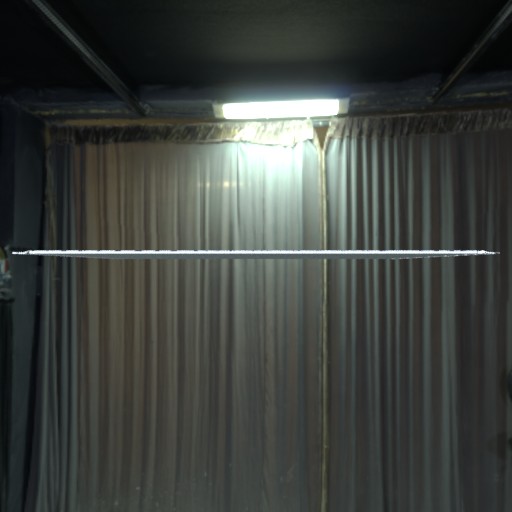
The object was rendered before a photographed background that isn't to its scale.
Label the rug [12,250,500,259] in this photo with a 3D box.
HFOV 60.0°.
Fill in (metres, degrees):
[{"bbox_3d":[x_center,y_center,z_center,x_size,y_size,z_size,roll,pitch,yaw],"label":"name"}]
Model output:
[{"bbox_3d":[0.000,0.000,2.261,1.847,0.014,1.230,0,-1,0],"label":"rug"}]
